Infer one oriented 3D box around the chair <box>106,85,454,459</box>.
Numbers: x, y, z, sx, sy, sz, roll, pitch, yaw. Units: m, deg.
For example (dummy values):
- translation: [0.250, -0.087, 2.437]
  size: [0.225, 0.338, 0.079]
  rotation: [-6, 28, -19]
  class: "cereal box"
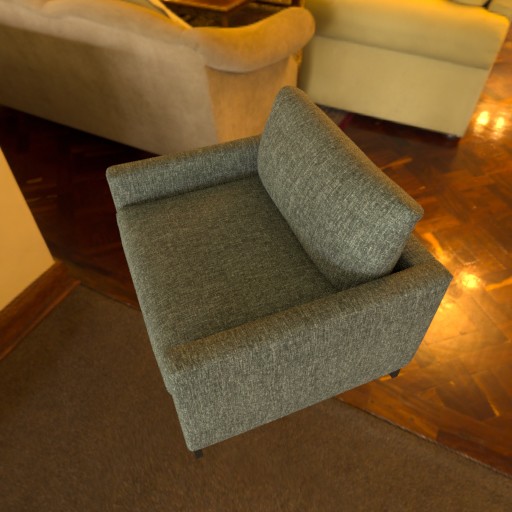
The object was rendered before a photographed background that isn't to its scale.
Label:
- translation: [0.000, 0.000, 1.593]
  size: [0.866, 0.861, 0.963]
  rotation: [-17, 48, -15]
  class: "chair"
